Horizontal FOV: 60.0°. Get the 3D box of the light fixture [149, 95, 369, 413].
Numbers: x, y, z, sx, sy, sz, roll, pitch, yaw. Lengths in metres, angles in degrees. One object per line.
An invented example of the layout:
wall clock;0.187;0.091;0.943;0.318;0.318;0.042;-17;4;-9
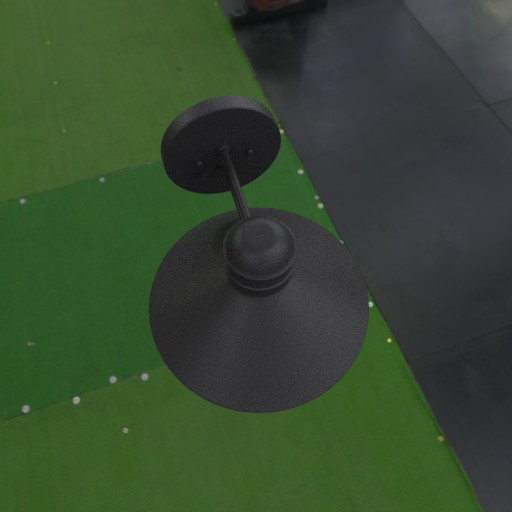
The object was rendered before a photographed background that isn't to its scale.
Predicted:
light fixture;0.000;0.000;0.701;0.396;0.265;0.434;-15;63;-8
